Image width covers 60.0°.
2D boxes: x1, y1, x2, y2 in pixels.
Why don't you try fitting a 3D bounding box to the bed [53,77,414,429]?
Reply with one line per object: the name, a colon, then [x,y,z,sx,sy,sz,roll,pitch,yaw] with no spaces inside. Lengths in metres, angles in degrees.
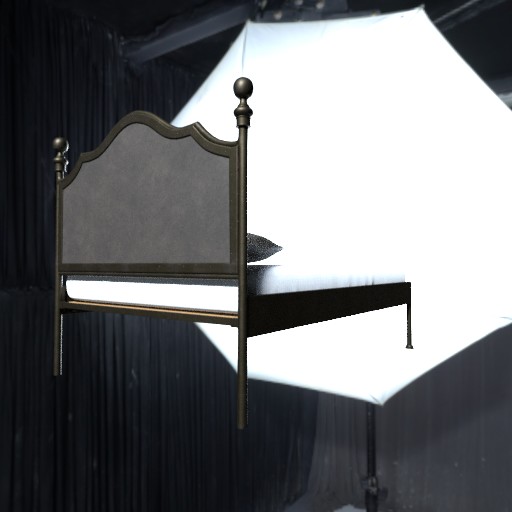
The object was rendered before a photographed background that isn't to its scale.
bed: [0.000,0.000,3.111,1.533,1.462,2.170,-1,-1,37]
